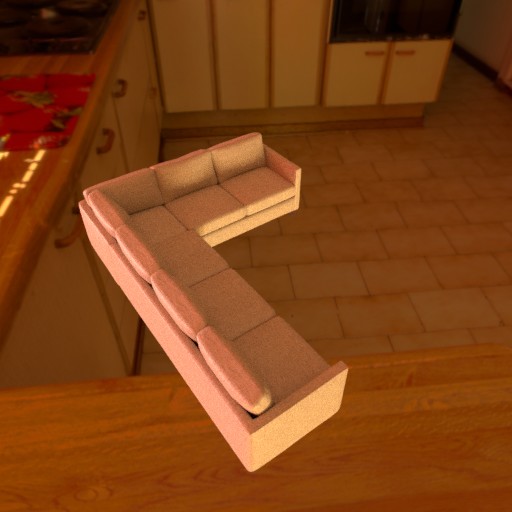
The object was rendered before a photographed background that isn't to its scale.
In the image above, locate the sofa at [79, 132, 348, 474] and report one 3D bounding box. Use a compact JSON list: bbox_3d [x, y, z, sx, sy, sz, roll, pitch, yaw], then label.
[{"bbox_3d":[0.000,0.000,4.587,2.522,0.934,3.333,-26,48,-26],"label":"sofa"}]
